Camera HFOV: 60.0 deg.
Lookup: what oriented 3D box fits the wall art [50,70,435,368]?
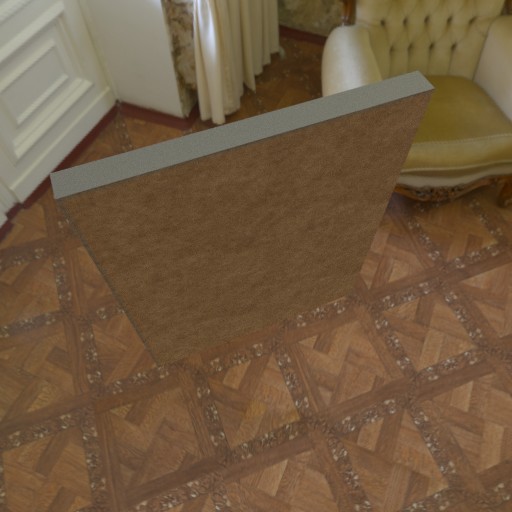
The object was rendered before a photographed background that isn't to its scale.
[{"bbox_3d":[0.000,0.000,0.737,0.453,0.554,0.037,-19,60,-11],"label":"wall art"}]
